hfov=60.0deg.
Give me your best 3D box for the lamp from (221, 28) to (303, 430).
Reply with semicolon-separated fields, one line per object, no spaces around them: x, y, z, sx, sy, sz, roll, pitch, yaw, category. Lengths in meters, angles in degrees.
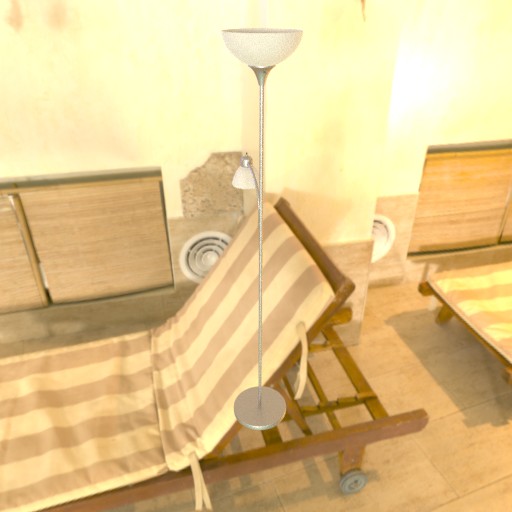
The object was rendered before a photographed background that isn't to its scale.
0.000;0.000;1.978;0.279;1.804;0.425;-8;31;-13;lamp
